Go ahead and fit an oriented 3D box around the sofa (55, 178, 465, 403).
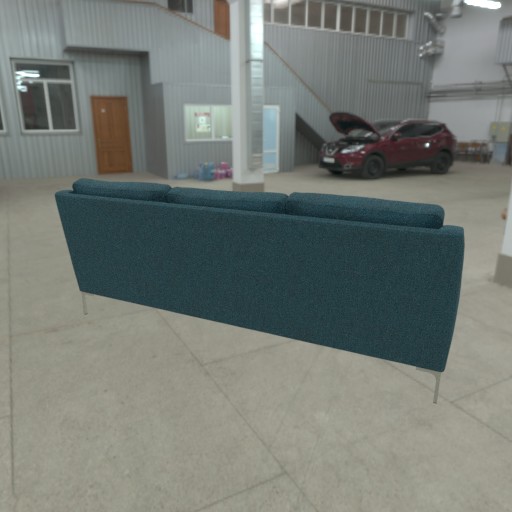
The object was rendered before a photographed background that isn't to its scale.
[{"bbox_3d":[0.000,0.000,2.430,2.060,0.837,0.849,8,19,25],"label":"sofa"}]
